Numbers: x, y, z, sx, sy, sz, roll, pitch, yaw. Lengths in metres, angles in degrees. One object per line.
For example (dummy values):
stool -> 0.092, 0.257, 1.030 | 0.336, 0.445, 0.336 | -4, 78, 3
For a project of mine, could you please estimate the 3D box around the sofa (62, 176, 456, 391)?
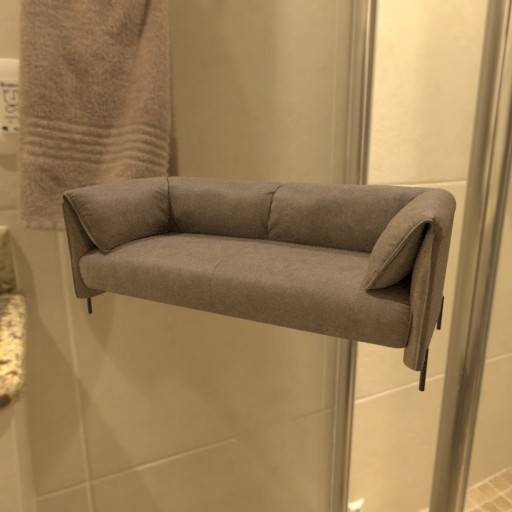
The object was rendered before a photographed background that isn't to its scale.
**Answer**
sofa -> 0.000, 0.000, 2.363 | 1.878, 0.747, 0.905 | 7, 16, 26
